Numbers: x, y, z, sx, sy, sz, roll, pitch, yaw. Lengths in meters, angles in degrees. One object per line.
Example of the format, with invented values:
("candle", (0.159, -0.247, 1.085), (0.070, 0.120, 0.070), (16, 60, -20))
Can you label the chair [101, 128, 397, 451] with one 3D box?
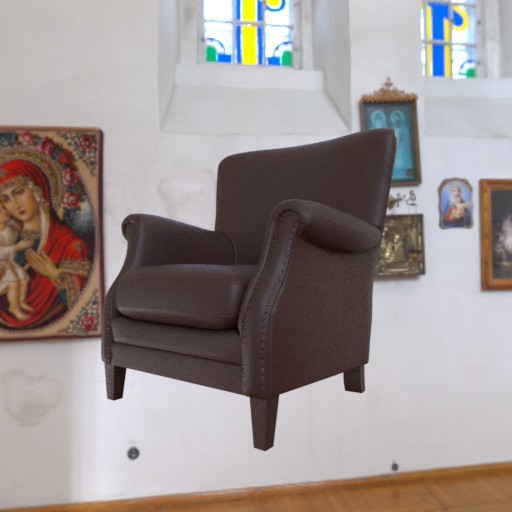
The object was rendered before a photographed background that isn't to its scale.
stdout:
("chair", (0.000, 0.000, 1.324), (0.700, 0.800, 0.746), (0, 0, 37))
